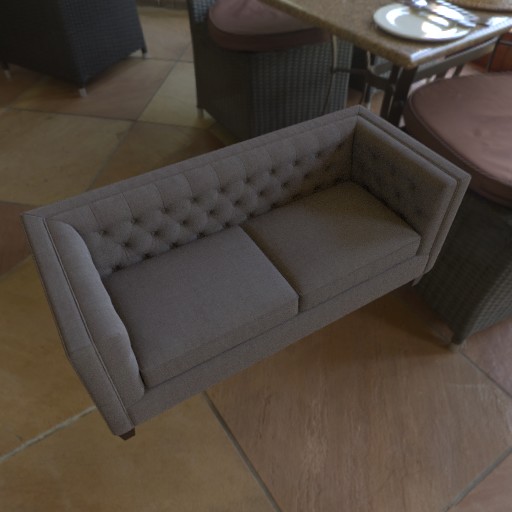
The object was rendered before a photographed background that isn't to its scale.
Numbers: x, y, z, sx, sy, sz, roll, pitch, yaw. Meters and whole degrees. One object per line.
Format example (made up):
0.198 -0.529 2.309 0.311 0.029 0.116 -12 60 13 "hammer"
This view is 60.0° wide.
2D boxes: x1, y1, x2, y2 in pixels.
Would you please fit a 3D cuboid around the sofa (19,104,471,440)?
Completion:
0.000 0.000 2.140 1.778 0.762 0.775 -23 51 -21 "sofa"
